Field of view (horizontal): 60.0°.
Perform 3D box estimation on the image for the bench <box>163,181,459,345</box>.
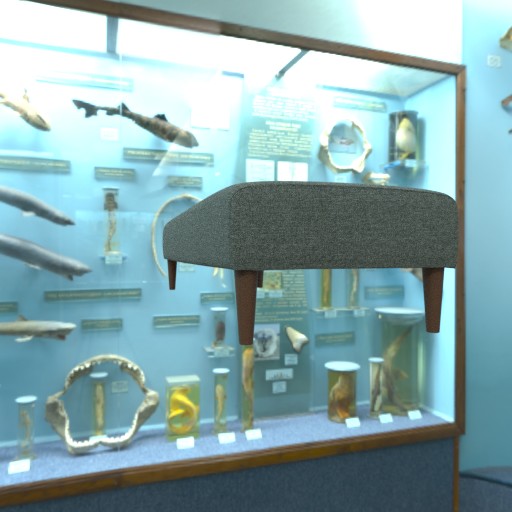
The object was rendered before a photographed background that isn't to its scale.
[{"bbox_3d":[0.000,0.000,1.797,0.631,0.384,1.598,0,1,-17],"label":"bench"}]
